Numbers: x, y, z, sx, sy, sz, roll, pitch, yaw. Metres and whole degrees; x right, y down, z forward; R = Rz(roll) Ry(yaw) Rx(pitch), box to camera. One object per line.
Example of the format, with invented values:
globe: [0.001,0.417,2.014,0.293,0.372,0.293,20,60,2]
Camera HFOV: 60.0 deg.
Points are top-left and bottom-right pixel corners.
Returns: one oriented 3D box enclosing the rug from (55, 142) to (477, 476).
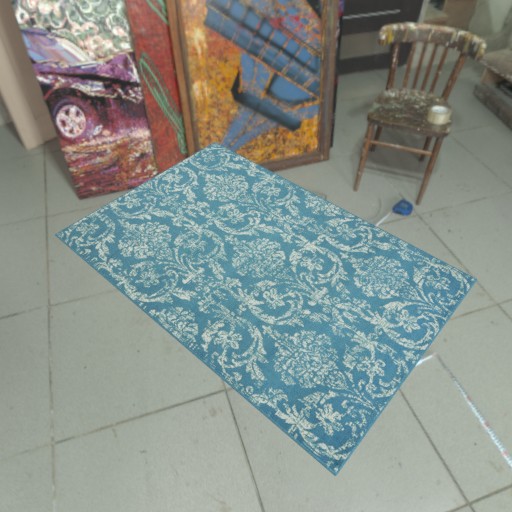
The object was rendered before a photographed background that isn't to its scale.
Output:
rug: [0.000,0.000,3.422,2.746,0.018,1.816,33,55,27]
